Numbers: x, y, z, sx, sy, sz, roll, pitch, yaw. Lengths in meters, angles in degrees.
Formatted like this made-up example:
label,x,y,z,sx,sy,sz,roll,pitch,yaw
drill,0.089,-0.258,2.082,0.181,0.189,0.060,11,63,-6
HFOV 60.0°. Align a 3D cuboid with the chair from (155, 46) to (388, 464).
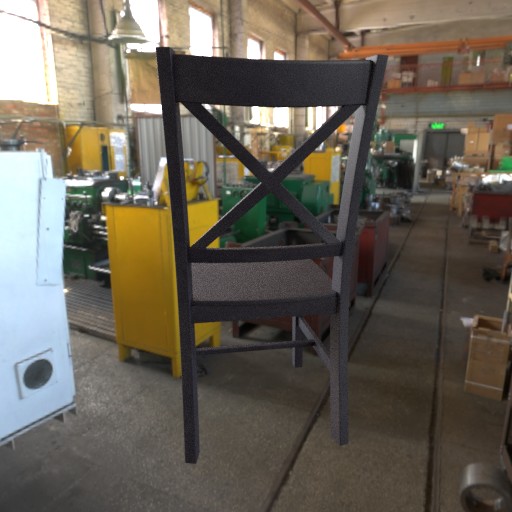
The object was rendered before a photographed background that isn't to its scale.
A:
label,x,y,z,sx,sy,sz,roll,pitch,yaw
chair,0.000,0.000,1.258,0.485,0.983,0.542,-3,15,-10
